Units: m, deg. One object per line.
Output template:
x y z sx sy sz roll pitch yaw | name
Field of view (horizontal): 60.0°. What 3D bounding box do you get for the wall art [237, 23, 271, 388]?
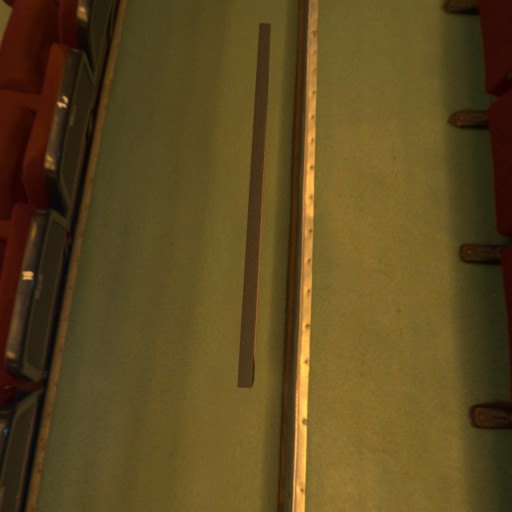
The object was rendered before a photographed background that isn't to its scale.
0.000 0.000 0.690 0.013 0.534 0.381 3 75 1 | wall art
